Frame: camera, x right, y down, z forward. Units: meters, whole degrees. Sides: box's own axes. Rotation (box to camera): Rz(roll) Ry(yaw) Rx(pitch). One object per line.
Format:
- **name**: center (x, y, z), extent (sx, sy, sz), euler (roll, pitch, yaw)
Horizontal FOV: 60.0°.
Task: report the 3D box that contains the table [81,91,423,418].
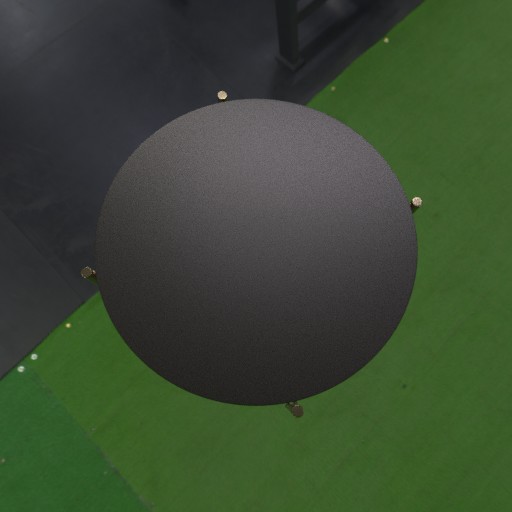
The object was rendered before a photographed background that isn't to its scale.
- **table**: center (0.000, 0.000, 1.483), extent (0.938, 0.400, 0.938), euler (-41, 77, -11)
